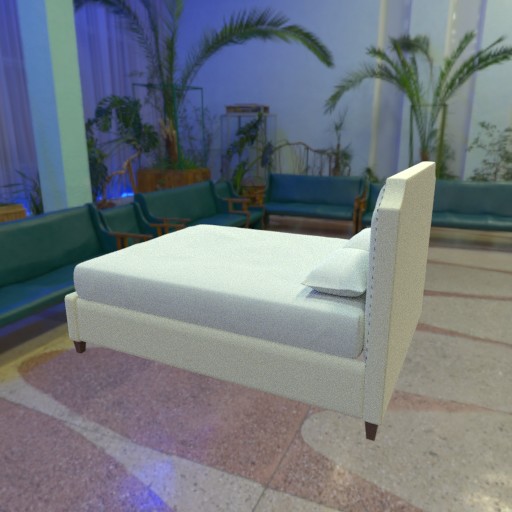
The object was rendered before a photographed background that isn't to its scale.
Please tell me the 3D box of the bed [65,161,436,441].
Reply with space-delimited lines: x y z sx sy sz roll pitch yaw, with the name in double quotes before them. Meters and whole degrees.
"bed" 0.000 0.000 3.427 2.329 1.415 1.703 8 17 26
